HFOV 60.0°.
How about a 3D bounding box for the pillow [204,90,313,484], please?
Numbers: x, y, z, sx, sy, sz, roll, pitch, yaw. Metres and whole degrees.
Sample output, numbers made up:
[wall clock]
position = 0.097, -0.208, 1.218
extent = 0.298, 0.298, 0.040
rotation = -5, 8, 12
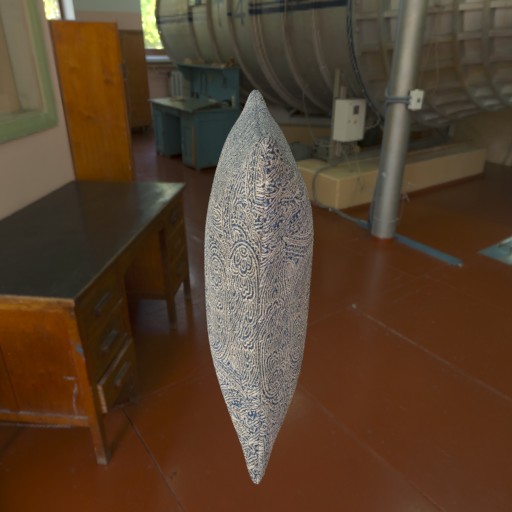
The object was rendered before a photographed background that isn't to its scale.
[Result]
[pillow]
position = 0.000, 0.000, 0.783
extent = 0.166, 0.510, 0.523
rotation = -1, 26, -1
